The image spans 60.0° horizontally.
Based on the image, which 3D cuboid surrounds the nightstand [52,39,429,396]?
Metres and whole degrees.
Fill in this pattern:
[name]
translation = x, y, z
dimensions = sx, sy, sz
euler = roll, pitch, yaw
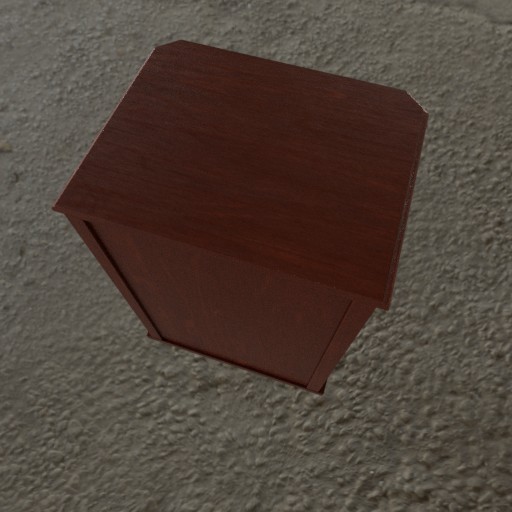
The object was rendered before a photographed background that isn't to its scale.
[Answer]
[nightstand]
translation = 0.000, 0.000, 0.900
dimensions = 0.435, 0.681, 0.351
euler = 16, 64, 8
